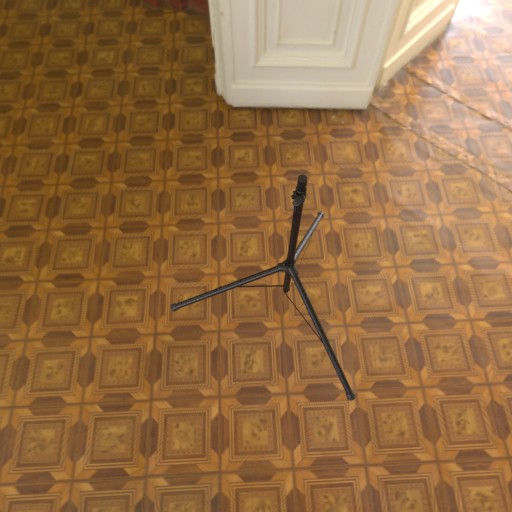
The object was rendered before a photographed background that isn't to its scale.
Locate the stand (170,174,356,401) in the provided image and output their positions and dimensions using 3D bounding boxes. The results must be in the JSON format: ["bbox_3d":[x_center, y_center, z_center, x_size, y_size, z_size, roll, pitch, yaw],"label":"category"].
[{"bbox_3d":[0.000,0.000,2.820,1.339,1.595,1.596,-3,63,-1],"label":"stand"}]
